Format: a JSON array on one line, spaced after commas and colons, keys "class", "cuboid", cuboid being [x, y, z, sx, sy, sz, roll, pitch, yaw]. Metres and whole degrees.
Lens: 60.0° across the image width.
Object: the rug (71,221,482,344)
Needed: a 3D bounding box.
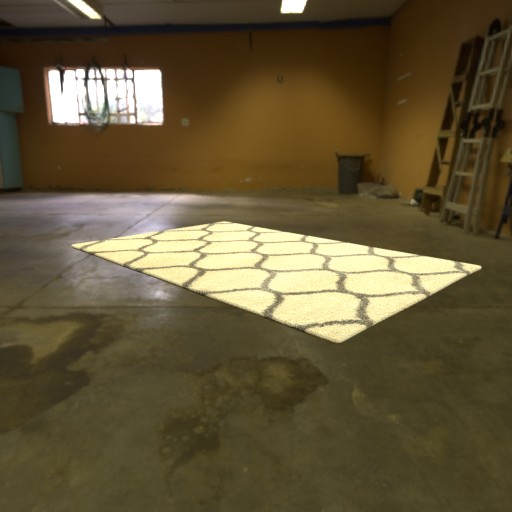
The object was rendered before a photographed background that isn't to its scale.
[{"class": "rug", "cuboid": [0.000, 0.000, 2.953, 2.348, 0.024, 1.501, 13, 19, 43]}]
